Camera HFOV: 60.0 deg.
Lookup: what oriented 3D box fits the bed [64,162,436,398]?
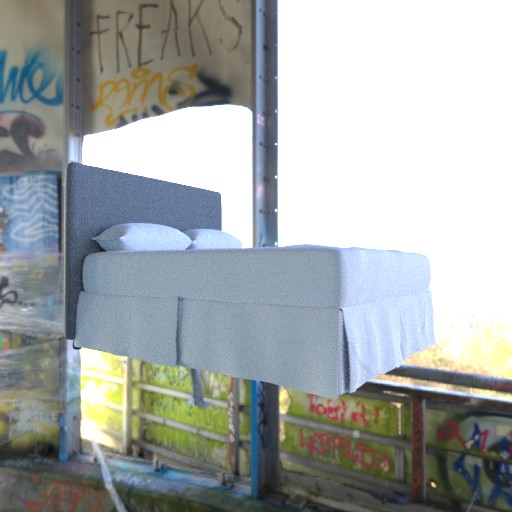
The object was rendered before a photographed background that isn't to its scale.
[{"bbox_3d":[0.000,0.000,3.201,2.142,1.330,1.723,-1,-1,35],"label":"bed"}]
